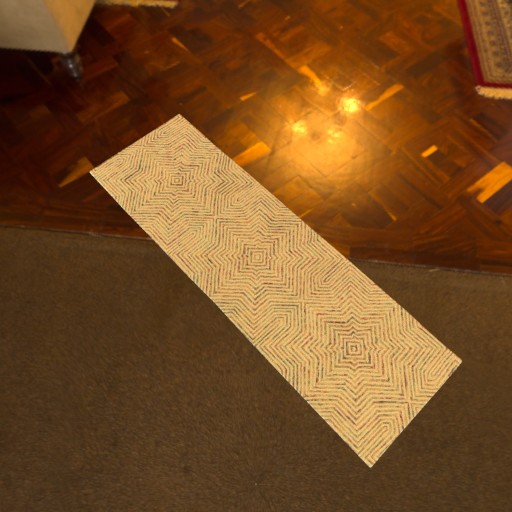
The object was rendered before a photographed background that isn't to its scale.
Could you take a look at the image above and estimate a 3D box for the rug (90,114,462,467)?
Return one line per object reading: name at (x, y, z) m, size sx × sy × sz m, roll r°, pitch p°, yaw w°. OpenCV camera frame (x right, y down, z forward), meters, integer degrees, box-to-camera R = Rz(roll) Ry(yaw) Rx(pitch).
rug at (0.000, 0.000, 2.670) m, size 0.771 × 0.009 × 2.443 m, roll -40°, pitch 69°, yaw -18°
